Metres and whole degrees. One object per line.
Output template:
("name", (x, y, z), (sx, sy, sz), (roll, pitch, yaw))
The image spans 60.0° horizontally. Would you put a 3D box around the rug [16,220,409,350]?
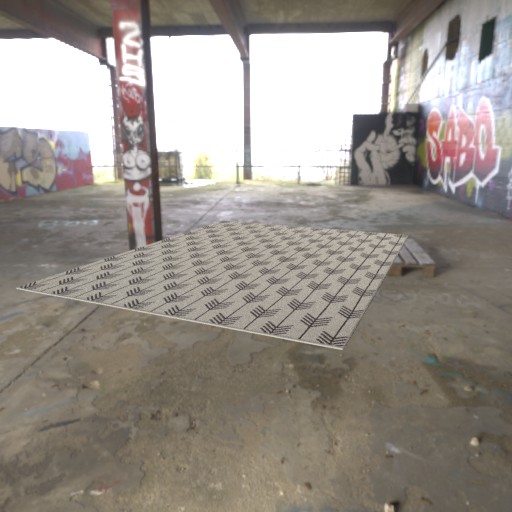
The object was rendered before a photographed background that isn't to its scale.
("rug", (0.000, 0.000, 4.004), (2.330, 0.010, 3.061), (6, 16, 23))
